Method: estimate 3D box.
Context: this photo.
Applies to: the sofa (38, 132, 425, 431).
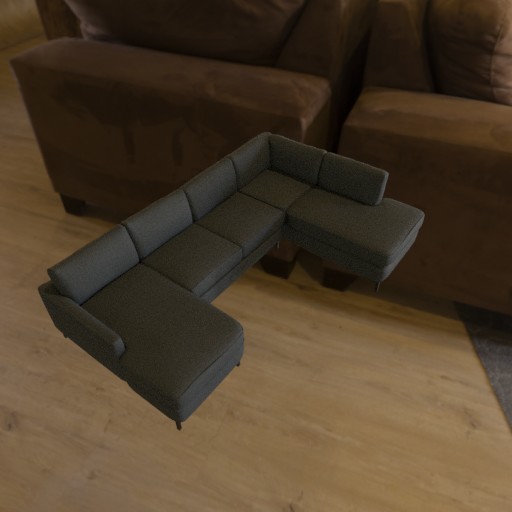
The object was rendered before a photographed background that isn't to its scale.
[{"bbox_3d":[0.000,0.000,3.928,1.984,0.858,2.975,27,48,27],"label":"sofa"}]
